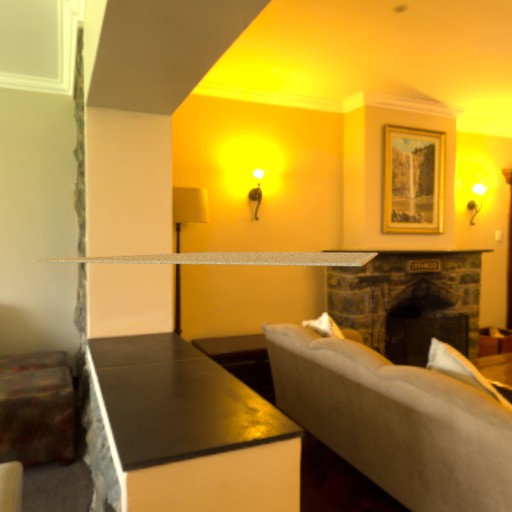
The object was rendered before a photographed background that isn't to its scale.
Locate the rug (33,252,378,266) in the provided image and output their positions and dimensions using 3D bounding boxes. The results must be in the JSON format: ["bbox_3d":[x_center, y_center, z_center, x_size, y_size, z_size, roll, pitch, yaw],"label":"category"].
[{"bbox_3d":[0.000,0.000,2.377,1.219,0.010,1.829,0,1,17],"label":"rug"}]
